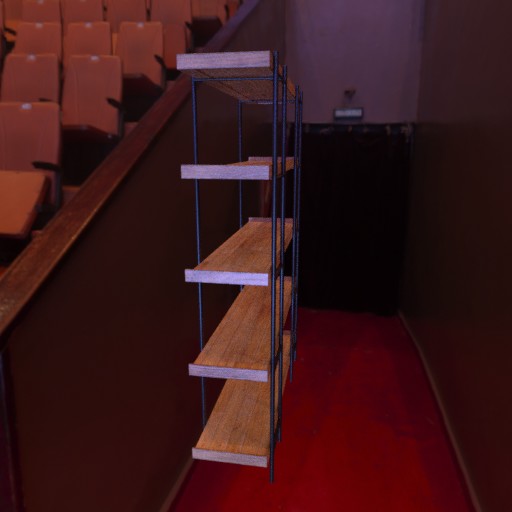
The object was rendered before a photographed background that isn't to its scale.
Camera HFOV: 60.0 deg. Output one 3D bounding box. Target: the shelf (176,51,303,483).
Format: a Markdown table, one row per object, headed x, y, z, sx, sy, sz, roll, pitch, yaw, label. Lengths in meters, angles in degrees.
| x | y | z | sx | sy | sz | roll | pitch | yaw | label |
| --- | --- | --- | --- | --- | --- | --- | --- | --- | --- |
| 0.000 | 0.000 | 2.426 | 0.379 | 1.826 | 1.371 | 2 | 14 | 10 | shelf |
